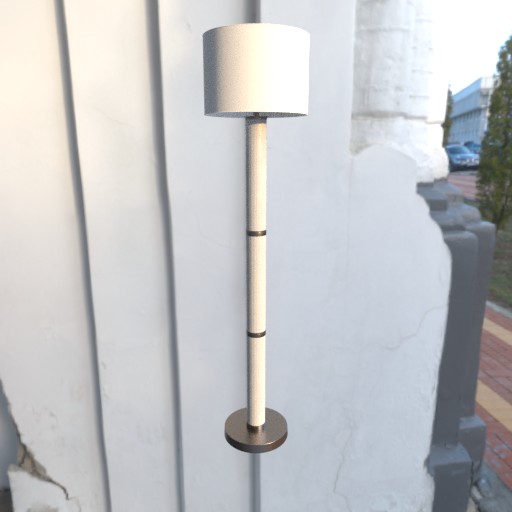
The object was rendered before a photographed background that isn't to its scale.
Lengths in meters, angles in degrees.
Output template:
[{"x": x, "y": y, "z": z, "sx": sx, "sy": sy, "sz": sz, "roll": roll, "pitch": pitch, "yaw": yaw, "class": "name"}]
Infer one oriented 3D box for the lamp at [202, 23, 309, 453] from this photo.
[{"x": 0.000, "y": 0.000, "z": 1.755, "sx": 0.377, "sy": 1.599, "sz": 0.377, "roll": 2, "pitch": 15, "yaw": 10, "class": "lamp"}]
